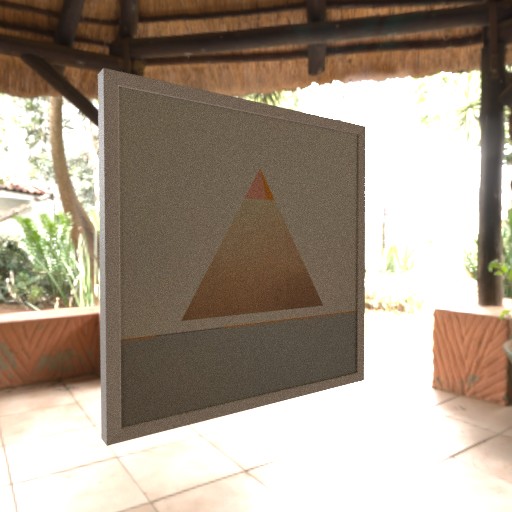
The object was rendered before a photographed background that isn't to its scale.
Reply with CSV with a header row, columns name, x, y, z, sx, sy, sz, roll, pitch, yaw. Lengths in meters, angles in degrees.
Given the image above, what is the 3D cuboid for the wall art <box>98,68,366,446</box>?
name,x,y,z,sx,sy,sz,roll,pitch,yaw
wall art,0.000,0.000,1.130,0.768,0.765,0.041,-1,2,-34
